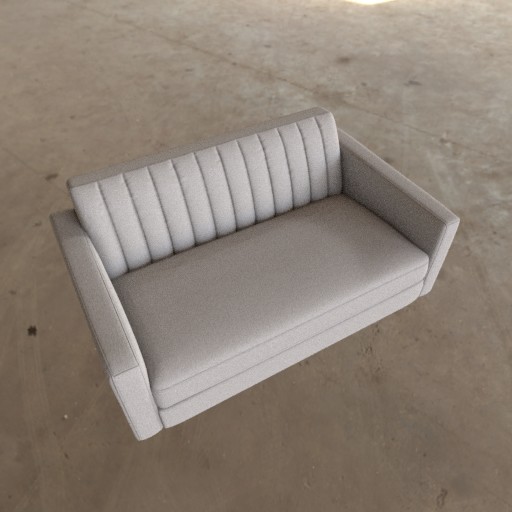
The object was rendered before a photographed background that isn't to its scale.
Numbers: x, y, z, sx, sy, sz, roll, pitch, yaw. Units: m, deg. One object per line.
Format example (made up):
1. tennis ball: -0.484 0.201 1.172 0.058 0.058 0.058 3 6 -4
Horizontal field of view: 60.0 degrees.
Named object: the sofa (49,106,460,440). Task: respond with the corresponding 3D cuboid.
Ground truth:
1. sofa: 0.000 0.000 2.114 1.585 0.801 0.950 -22 50 -20
